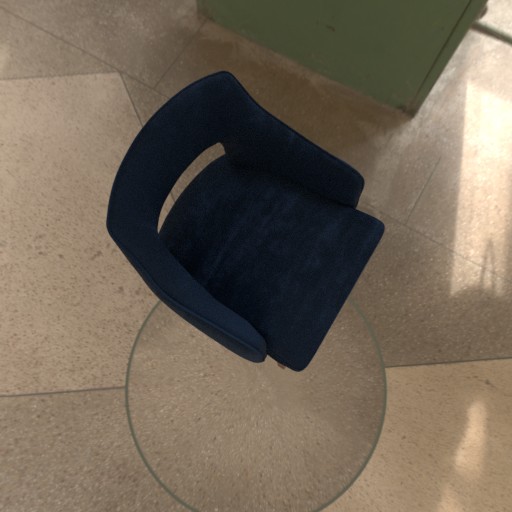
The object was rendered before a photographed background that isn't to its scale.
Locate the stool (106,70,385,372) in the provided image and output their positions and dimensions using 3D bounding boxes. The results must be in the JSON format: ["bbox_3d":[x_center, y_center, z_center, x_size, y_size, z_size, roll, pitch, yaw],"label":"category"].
[{"bbox_3d":[0.000,0.000,1.311,0.560,0.940,0.550,31,77,8],"label":"stool"}]
